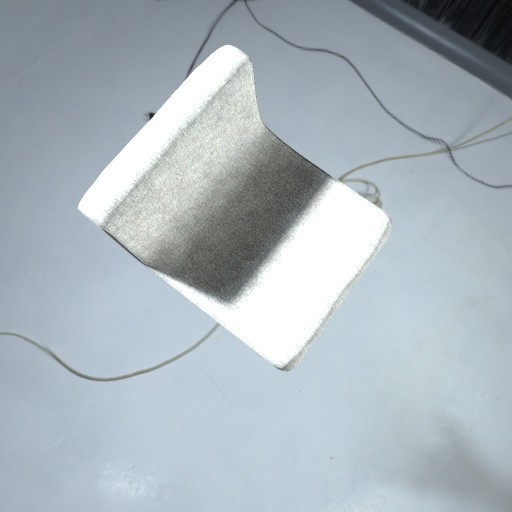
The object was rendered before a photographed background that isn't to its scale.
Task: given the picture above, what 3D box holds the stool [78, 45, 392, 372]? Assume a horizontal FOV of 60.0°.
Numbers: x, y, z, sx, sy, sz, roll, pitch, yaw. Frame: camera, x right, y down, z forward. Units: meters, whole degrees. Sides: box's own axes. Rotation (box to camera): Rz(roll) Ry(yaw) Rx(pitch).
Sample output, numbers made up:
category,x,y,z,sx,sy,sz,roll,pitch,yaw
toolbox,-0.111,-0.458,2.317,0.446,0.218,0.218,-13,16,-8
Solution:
category,x,y,z,sx,sy,sz,roll,pitch,yaw
stool,0.000,0.000,1.231,0.499,0.965,0.426,36,79,8
